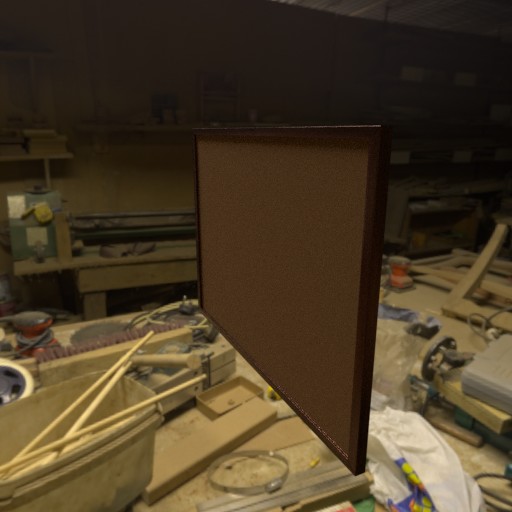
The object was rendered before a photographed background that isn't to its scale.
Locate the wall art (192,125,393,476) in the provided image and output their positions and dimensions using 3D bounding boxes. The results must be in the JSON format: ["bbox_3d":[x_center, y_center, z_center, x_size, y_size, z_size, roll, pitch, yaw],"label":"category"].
[{"bbox_3d":[0.000,0.000,0.548,0.012,0.304,0.431,-8,17,-25],"label":"wall art"}]
